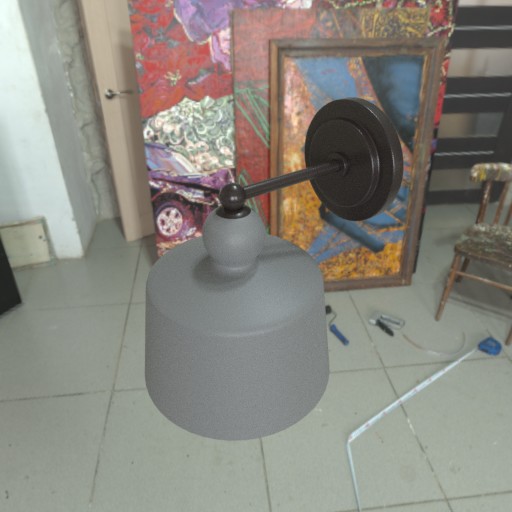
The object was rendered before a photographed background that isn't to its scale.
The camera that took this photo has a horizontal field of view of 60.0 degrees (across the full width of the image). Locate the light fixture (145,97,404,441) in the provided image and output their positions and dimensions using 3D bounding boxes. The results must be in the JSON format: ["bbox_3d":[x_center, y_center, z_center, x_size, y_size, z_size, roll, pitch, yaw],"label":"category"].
[{"bbox_3d":[0.000,0.000,0.440,0.254,0.268,0.204,-21,38,-30],"label":"light fixture"}]
